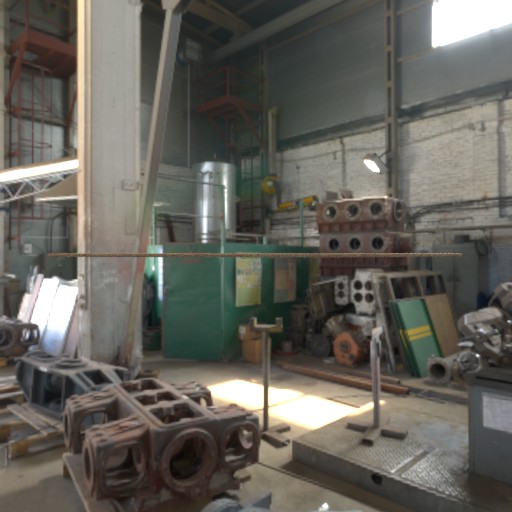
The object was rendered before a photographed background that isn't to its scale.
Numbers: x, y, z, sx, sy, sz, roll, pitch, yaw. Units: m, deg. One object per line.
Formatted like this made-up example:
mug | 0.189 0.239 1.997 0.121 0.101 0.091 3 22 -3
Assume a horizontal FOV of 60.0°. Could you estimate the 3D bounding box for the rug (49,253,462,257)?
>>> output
rug | 0.000 0.000 4.109 2.420 0.019 3.039 0 0 0
